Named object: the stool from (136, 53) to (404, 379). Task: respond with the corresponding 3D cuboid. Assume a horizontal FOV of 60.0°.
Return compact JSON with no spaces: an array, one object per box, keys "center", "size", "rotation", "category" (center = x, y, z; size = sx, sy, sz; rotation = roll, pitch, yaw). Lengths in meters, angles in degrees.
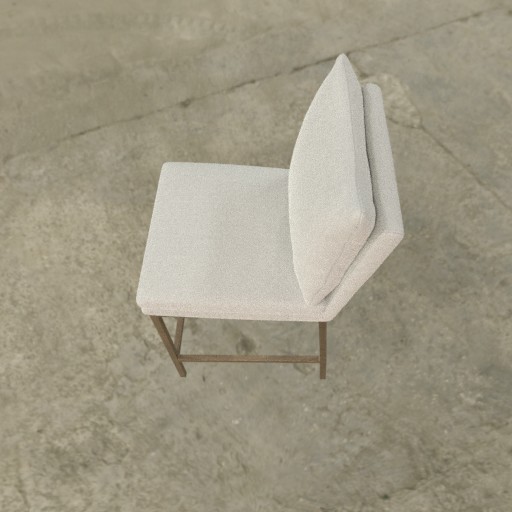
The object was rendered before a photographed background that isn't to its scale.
[{"center":[0.000,0.000,1.307],"size":[0.572,1.032,0.463],"rotation":[2,59,1],"category":"stool"}]
